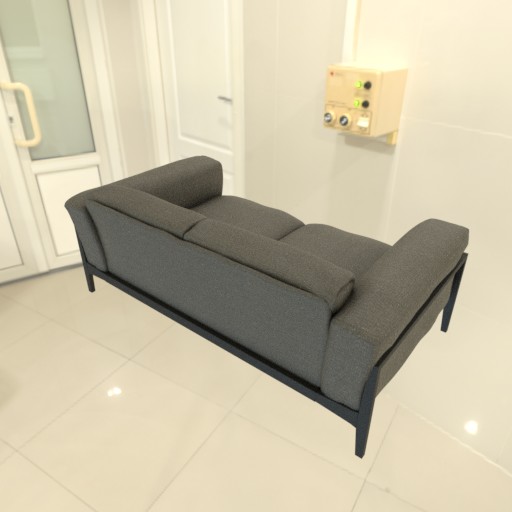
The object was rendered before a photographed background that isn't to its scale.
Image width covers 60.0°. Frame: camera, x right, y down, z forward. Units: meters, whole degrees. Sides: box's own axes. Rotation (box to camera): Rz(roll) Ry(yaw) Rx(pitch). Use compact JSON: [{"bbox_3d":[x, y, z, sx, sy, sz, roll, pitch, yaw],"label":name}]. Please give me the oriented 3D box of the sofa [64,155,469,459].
[{"bbox_3d":[0.000,0.000,2.148,1.690,0.656,0.960,22,36,33],"label":"sofa"}]
